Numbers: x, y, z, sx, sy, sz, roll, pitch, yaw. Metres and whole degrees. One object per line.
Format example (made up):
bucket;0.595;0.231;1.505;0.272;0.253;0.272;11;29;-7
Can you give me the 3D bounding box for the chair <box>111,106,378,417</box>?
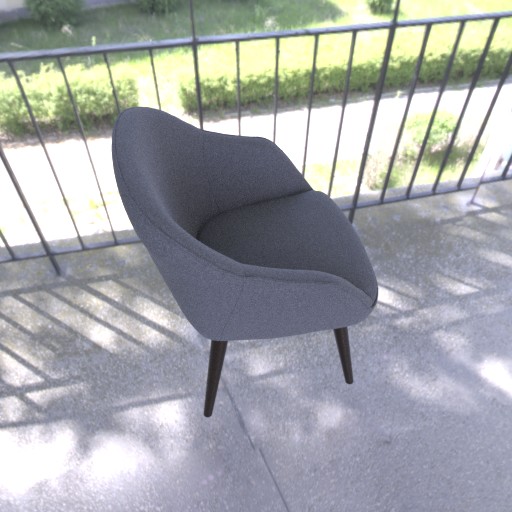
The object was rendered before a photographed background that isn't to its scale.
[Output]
chair;0.000;0.000;1.236;0.611;0.810;0.589;-10;47;-9
